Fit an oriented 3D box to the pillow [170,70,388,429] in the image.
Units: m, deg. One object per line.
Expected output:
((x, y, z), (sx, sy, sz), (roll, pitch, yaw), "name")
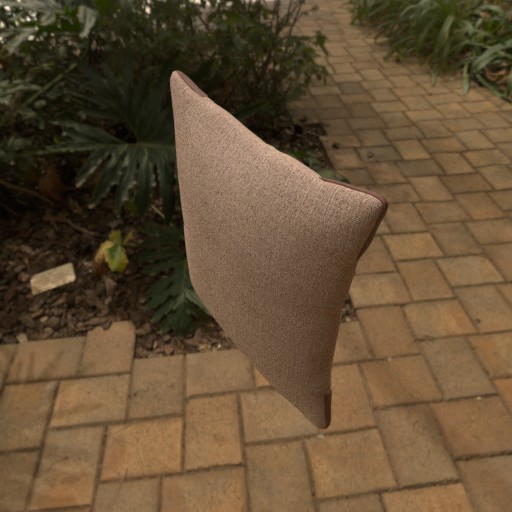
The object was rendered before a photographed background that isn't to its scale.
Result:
((0.000, 0.000, 0.685), (0.147, 0.448, 0.437), (-25, 47, -26), "pillow")
